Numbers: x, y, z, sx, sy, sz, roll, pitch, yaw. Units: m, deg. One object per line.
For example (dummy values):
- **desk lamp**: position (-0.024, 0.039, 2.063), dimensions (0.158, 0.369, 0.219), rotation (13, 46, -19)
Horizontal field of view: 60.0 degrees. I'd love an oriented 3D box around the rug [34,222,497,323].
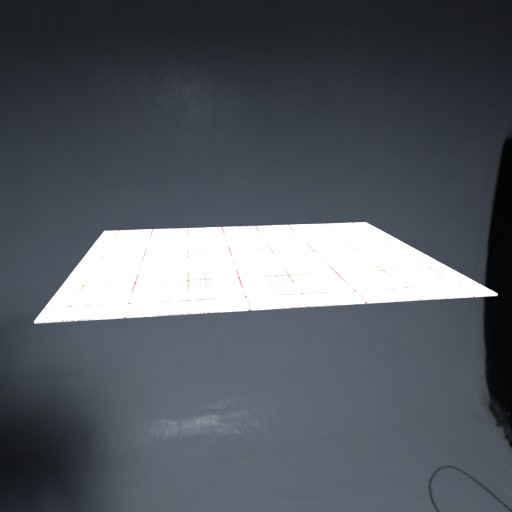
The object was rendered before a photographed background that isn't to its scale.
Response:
- **rug**: position (0.000, 0.000, 3.888), dimensions (2.959, 0.016, 2.317), rotation (-2, 17, -8)
